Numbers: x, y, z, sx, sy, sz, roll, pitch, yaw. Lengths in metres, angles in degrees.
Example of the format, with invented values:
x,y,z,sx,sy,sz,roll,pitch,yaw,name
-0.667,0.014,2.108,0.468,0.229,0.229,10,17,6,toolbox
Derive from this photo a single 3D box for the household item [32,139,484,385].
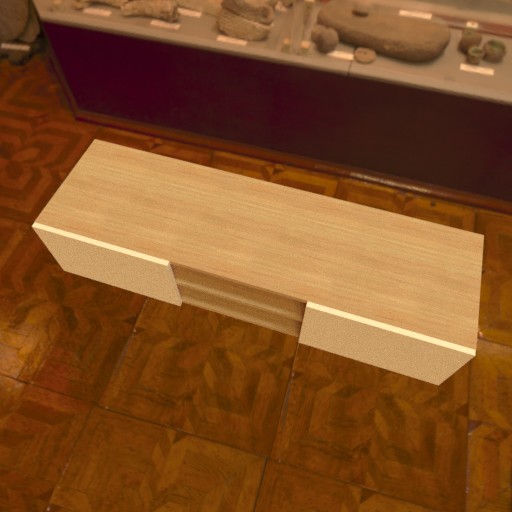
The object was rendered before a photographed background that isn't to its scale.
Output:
x,y,z,sx,sy,sz,roll,pitch,yaw,name
0.000,0.000,1.561,1.400,0.310,0.420,16,59,9,household item
